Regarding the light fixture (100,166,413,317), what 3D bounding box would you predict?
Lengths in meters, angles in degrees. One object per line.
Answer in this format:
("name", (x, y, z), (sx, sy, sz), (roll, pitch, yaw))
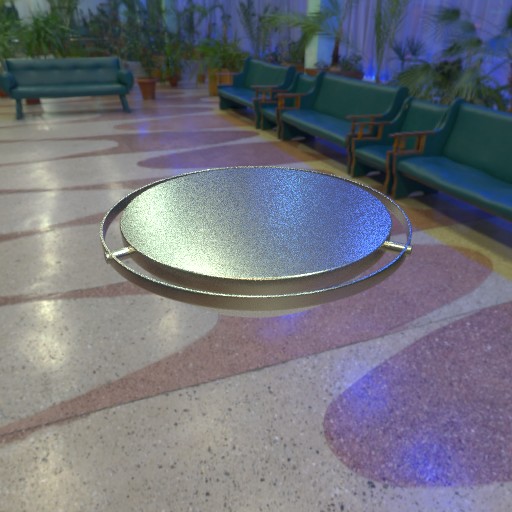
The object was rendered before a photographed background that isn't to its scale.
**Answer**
("light fixture", (0.000, 0.000, 0.565), (0.361, 0.130, 0.361), (0, 29, 0))
